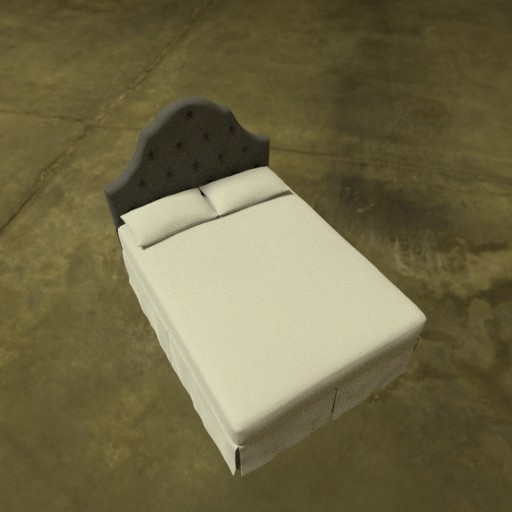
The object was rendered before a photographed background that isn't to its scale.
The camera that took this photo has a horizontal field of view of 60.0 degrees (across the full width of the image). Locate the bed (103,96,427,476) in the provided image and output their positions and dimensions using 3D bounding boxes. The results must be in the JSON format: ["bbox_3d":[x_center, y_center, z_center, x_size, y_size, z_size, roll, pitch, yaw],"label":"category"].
[{"bbox_3d":[0.000,0.000,3.303,1.636,1.575,2.155,-24,51,-21],"label":"bed"}]
